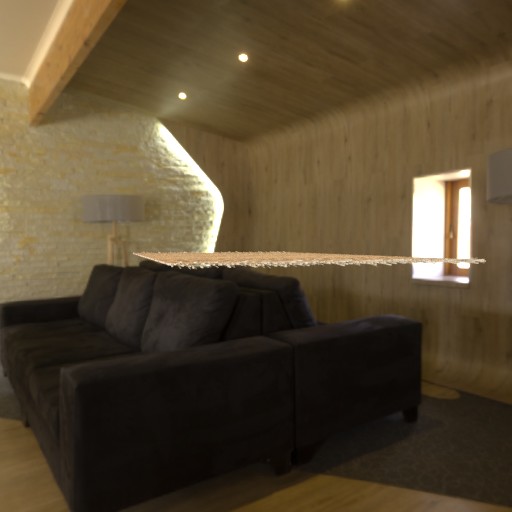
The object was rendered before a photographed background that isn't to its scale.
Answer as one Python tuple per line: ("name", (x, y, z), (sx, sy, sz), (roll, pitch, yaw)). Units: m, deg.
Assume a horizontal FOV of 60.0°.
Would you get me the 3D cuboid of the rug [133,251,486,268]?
("rug", (0.000, 0.000, 2.476), (1.224, 0.028, 2.023), (0, 1, -19))
